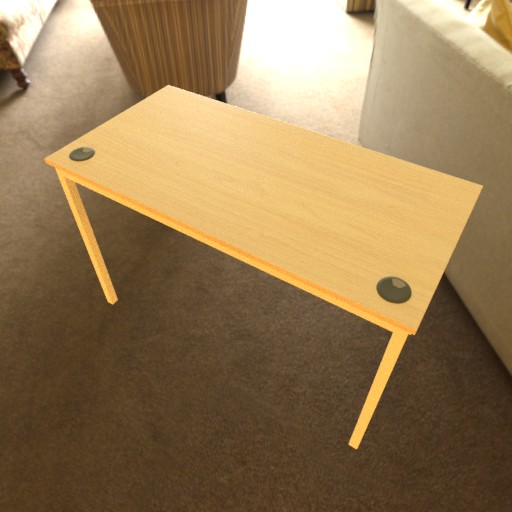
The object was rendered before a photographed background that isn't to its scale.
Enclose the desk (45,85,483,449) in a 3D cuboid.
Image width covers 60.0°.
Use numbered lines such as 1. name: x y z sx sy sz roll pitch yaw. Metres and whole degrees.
1. desk: 0.000 0.000 1.618 1.200 0.750 0.600 25 51 22
